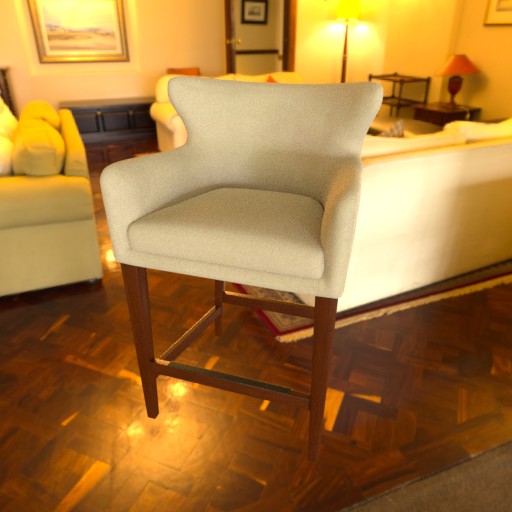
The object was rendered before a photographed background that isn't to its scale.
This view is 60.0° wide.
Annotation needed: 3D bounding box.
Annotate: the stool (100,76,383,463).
[{"bbox_3d":[0.000,0.000,1.307,0.601,0.951,0.570,8,28,16],"label":"stool"}]
